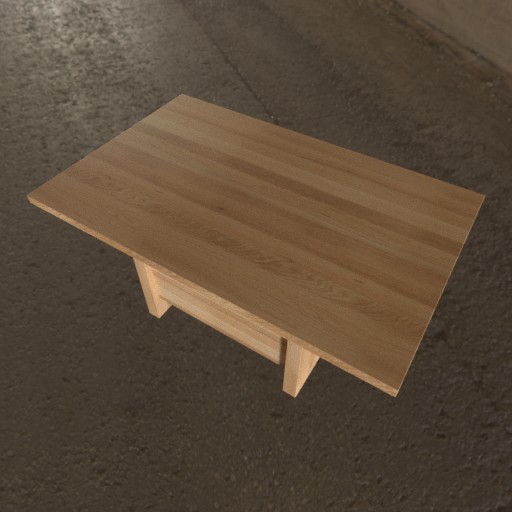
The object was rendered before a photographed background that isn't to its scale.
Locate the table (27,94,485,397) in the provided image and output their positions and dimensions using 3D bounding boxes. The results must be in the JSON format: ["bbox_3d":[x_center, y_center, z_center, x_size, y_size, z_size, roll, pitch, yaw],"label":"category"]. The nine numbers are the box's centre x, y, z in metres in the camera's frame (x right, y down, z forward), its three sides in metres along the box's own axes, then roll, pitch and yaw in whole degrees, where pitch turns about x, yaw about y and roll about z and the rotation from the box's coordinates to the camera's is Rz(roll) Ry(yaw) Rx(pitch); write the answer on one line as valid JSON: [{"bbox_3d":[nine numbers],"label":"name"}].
[{"bbox_3d":[0.000,0.000,1.447,1.100,0.510,0.700,25,52,21],"label":"table"}]
